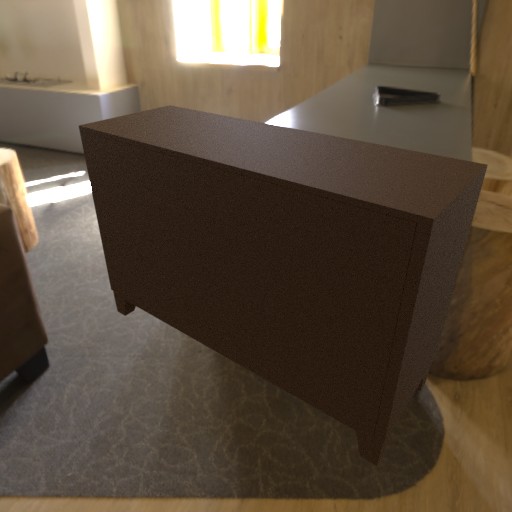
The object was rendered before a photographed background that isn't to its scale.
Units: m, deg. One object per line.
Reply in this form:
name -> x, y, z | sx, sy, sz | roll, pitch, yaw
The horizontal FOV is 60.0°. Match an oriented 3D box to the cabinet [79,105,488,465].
cabinet -> 0.000, 0.000, 1.772 | 1.396, 0.914, 0.482 | 21, 36, 32
